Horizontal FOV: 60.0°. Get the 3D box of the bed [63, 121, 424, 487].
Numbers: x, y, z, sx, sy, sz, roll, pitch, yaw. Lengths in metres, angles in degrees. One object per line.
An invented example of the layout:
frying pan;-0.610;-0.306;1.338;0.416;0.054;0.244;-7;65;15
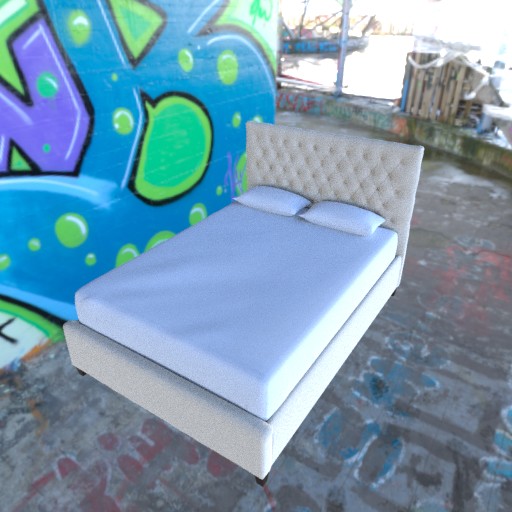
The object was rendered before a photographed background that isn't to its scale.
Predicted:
bed;0.000;0.000;3.407;1.698;1.427;2.387;18;34;29
